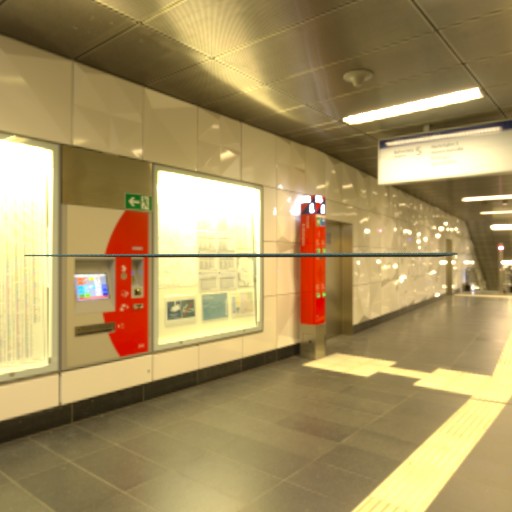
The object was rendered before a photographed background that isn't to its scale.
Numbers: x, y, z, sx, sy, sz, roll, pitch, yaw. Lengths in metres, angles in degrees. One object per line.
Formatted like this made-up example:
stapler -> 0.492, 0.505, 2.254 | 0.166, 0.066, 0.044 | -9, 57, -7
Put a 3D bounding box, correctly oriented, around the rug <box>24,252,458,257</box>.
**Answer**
rug -> 0.000, 0.000, 2.985 | 2.373, 0.009, 1.622 | 0, -1, 20
